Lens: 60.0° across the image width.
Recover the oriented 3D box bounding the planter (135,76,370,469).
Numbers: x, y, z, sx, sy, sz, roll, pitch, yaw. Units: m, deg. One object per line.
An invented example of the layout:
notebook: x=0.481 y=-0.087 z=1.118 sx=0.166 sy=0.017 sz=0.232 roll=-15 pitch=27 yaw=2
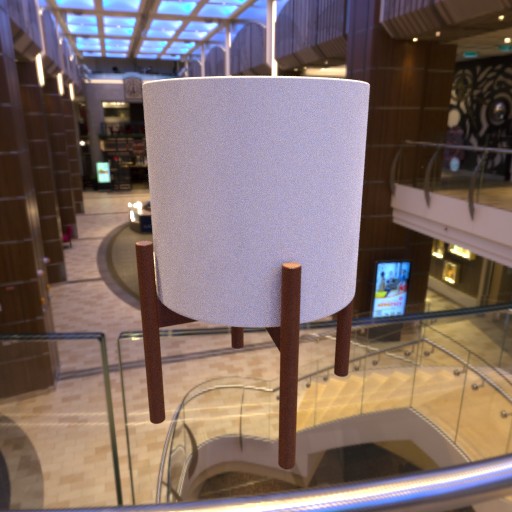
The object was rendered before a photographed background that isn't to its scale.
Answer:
planter: x=0.000 y=0.000 z=0.934 sx=0.417 sy=0.670 sz=0.417 roll=8 pitch=19 yaw=25
